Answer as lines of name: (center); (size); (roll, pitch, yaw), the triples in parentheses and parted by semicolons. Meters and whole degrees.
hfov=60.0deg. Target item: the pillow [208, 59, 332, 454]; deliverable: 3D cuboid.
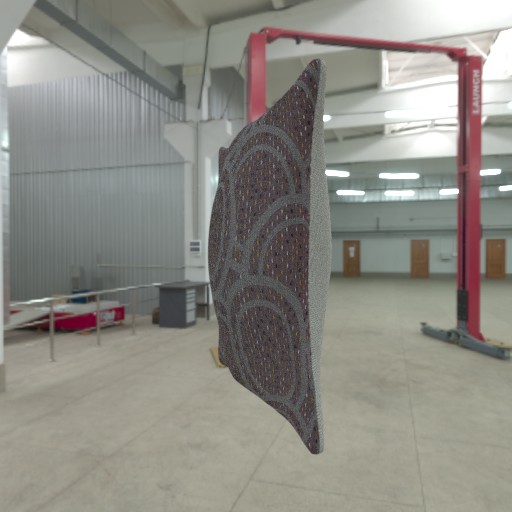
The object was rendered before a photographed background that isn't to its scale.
pillow: (0.000, 0.000, 0.811); (0.163, 0.513, 0.514); (0, 1, -18)
